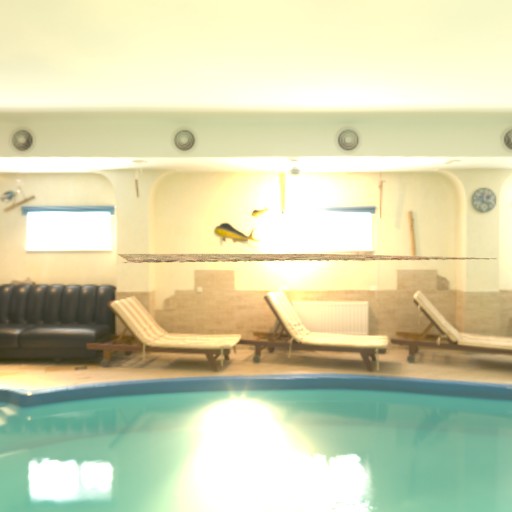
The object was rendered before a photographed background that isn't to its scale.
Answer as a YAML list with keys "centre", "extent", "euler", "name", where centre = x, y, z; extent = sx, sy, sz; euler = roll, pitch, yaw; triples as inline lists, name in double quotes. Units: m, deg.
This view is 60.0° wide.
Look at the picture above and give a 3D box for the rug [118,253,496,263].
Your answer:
- centre: [0.000, 0.000, 4.040]
  extent: [2.438, 0.010, 3.048]
  euler: [0, 1, -19]
  name: "rug"
